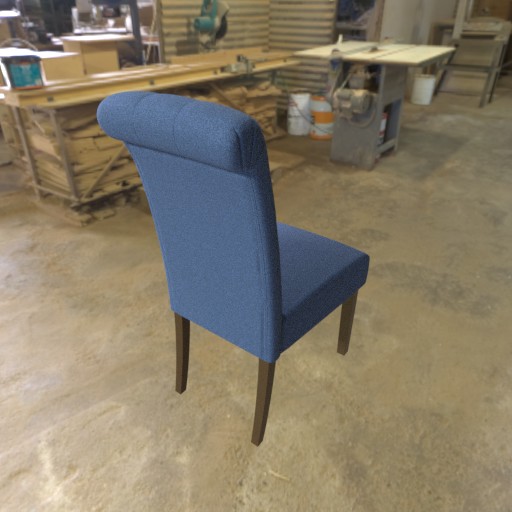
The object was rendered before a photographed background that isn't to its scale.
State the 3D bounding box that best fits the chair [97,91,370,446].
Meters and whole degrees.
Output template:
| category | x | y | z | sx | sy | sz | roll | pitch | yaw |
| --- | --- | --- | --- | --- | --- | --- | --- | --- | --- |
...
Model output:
| category | x | y | z | sx | sy | sz | roll | pitch | yaw |
| --- | --- | --- | --- | --- | --- | --- | --- | --- | --- |
| chair | 0.000 | 0.000 | 1.339 | 0.456 | 1.006 | 0.671 | 21 | 37 | 32 |
